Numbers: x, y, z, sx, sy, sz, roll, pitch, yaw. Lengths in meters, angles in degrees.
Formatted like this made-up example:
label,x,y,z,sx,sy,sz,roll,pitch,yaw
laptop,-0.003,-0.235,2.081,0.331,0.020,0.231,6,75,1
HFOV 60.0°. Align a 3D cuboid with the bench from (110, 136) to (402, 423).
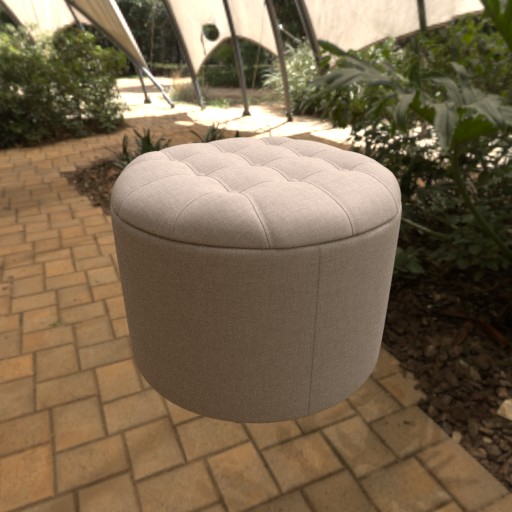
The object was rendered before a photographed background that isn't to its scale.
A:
label,x,y,z,sx,sy,sz,roll,pitch,yaw
bench,0.000,0.000,1.013,0.600,0.453,0.600,0,26,0
